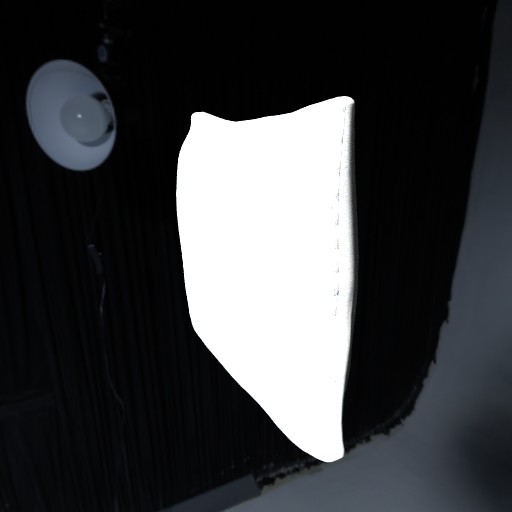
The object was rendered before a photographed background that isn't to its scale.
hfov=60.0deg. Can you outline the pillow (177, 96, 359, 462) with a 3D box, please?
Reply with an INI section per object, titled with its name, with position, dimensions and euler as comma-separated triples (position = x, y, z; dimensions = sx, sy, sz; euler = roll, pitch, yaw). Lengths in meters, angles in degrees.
[pillow]
position = 0.000, 0.000, 0.770
dimensions = 0.219, 0.491, 0.496
euler = -8, 17, -25
